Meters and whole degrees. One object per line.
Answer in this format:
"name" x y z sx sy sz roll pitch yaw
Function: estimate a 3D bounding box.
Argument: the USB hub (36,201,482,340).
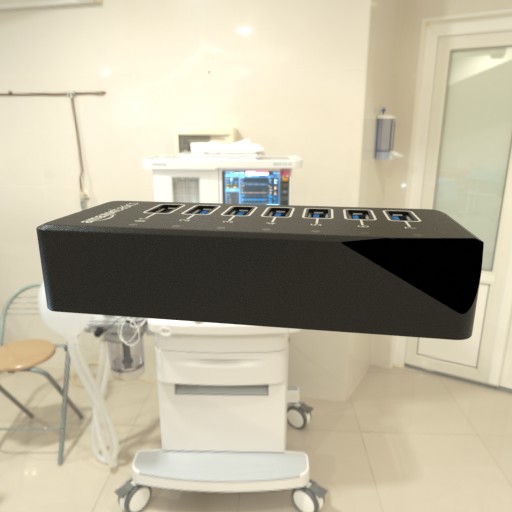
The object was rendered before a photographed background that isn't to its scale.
"USB hub" 0.000 0.000 0.127 0.110 0.023 0.044 3 16 9
